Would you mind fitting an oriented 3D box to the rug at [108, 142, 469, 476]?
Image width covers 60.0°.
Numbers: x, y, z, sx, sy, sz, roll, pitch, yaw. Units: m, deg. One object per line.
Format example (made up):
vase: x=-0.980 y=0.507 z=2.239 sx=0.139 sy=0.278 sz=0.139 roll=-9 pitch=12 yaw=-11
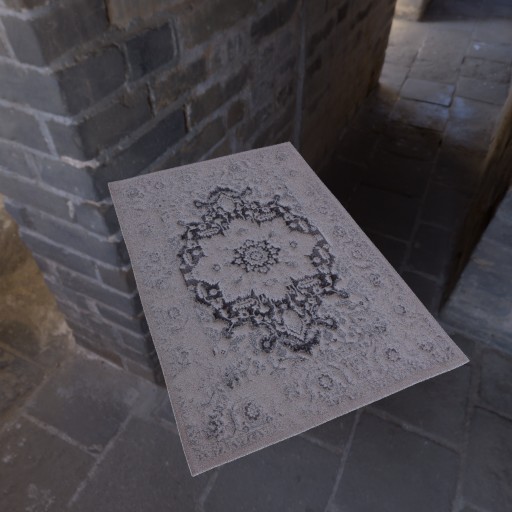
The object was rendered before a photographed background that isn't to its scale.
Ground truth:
rug: x=0.000 y=0.000 z=2.292 sx=1.223 sy=0.008 sz=1.813 roll=-17 pitch=49 yaw=-15
